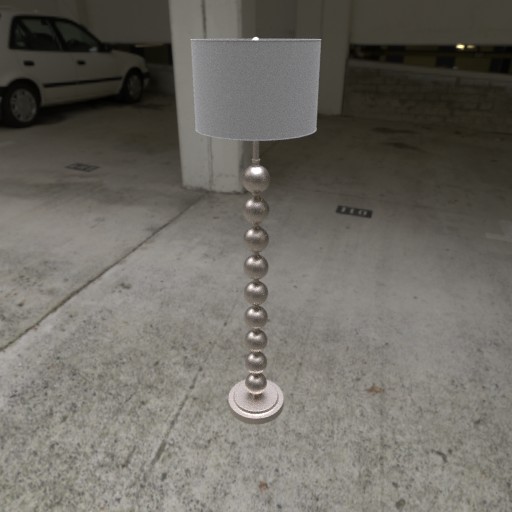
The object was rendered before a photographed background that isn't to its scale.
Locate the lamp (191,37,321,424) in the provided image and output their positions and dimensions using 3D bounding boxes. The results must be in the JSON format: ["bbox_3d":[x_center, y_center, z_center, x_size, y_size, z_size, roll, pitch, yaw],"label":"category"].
[{"bbox_3d":[0.000,0.000,1.664,0.394,1.474,0.394,8,28,15],"label":"lamp"}]
